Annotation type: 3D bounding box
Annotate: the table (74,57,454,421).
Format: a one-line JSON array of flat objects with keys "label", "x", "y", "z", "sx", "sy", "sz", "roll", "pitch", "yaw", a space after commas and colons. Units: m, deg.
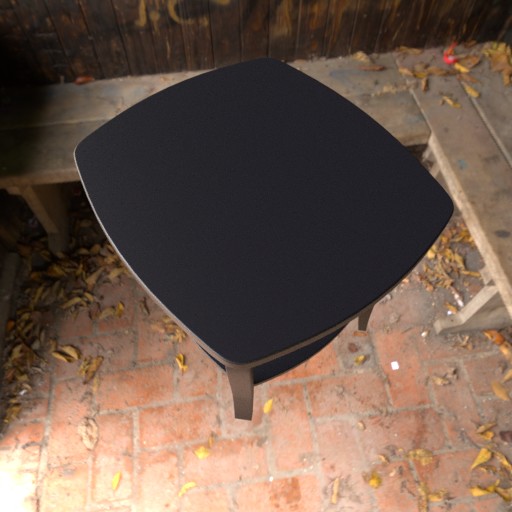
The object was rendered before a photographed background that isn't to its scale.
[{"label": "table", "x": 0.000, "y": 0.000, "z": 0.853, "sx": 0.457, "sy": 0.457, "sz": 0.508, "roll": -33, "pitch": 64, "yaw": -18}]
